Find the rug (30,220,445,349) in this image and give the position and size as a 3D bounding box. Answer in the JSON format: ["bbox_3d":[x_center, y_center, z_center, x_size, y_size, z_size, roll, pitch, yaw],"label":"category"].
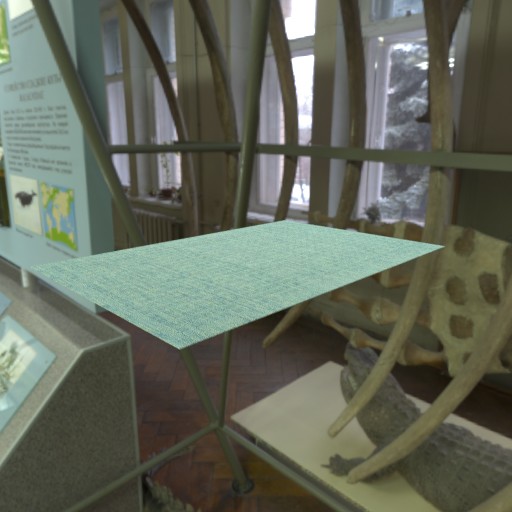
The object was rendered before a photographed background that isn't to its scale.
[{"bbox_3d":[0.000,0.000,2.902,2.286,0.006,1.522,-14,20,-43],"label":"rug"}]
